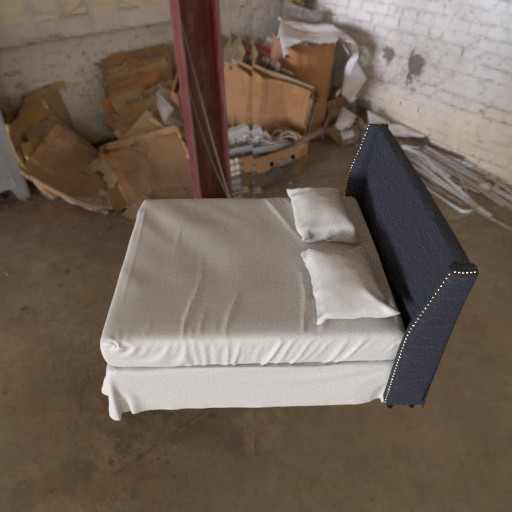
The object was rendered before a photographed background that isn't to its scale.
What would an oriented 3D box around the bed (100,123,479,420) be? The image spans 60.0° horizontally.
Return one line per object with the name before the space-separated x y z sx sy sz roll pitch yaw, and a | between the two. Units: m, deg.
bed | 0.000 0.000 3.390 2.276 1.332 1.925 -1 40 -1
